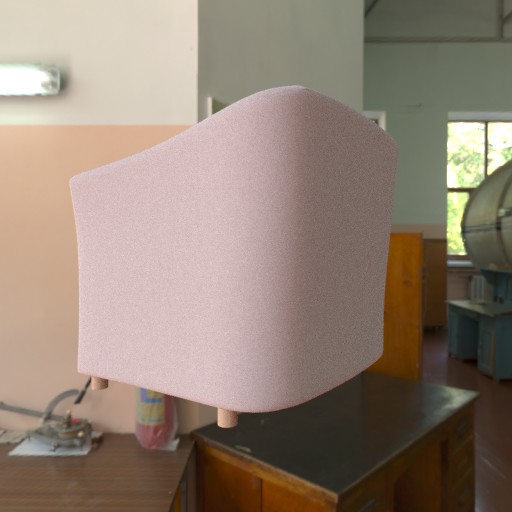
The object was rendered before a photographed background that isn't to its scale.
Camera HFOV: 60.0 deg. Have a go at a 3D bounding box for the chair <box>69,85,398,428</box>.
[{"bbox_3d":[0.000,0.000,1.320,0.700,0.720,0.790,1,1,35],"label":"chair"}]
